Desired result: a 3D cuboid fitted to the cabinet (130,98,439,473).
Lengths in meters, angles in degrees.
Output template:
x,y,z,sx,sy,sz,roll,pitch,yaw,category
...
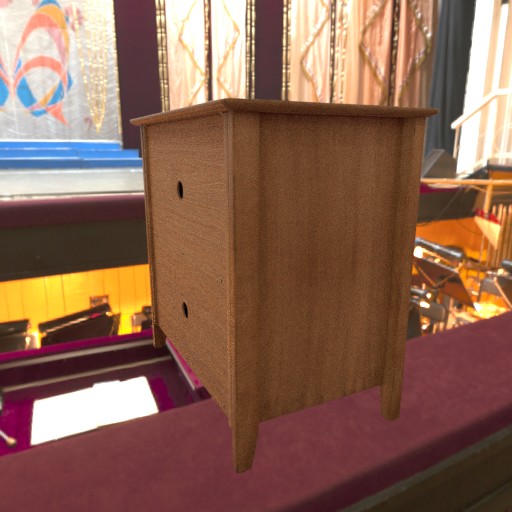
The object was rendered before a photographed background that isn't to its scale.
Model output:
x,y,z,sx,sy,sz,roll,pitch,yaw,category
0.000,0.000,1.257,0.503,0.762,0.763,-7,16,-26,cabinet
